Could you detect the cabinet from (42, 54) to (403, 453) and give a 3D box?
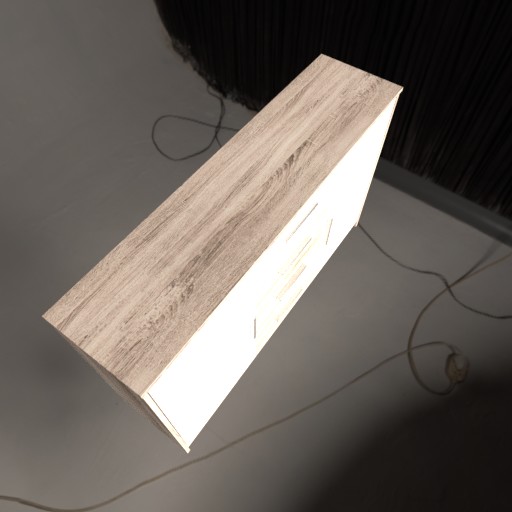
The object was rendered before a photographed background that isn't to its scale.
[{"bbox_3d":[0.000,0.000,1.829,0.380,0.900,1.450,31,63,18],"label":"cabinet"}]
